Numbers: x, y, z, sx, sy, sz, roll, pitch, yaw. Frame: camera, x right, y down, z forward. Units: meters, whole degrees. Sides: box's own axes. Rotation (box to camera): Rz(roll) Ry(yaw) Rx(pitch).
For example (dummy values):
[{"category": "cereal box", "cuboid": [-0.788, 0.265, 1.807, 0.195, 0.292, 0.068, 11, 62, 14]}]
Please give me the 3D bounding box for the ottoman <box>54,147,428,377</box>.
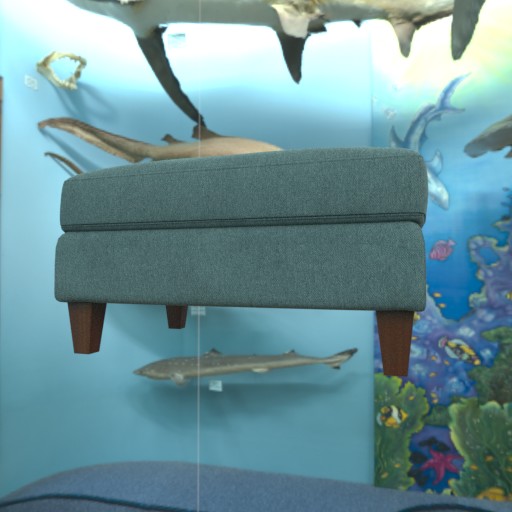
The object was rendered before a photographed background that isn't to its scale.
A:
[{"category": "ottoman", "cuboid": [0.000, 0.000, 1.213, 0.864, 0.483, 0.584, -1, -2, 18]}]
